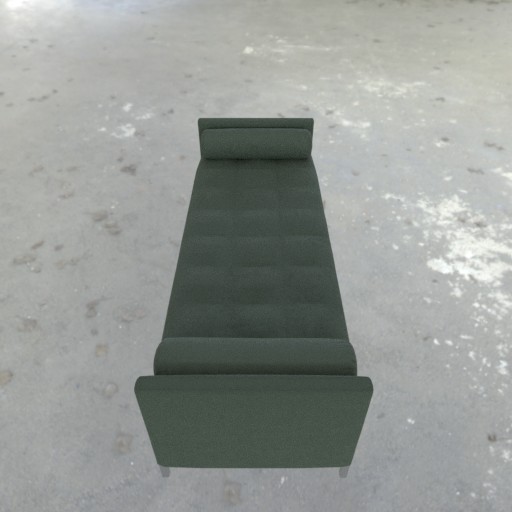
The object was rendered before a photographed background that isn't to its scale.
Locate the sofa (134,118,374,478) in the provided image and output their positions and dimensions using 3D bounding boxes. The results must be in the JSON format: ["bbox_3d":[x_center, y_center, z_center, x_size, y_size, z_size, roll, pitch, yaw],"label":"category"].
[{"bbox_3d":[0.000,0.000,2.400,0.797,0.657,2.102,0,41,0],"label":"sofa"}]
